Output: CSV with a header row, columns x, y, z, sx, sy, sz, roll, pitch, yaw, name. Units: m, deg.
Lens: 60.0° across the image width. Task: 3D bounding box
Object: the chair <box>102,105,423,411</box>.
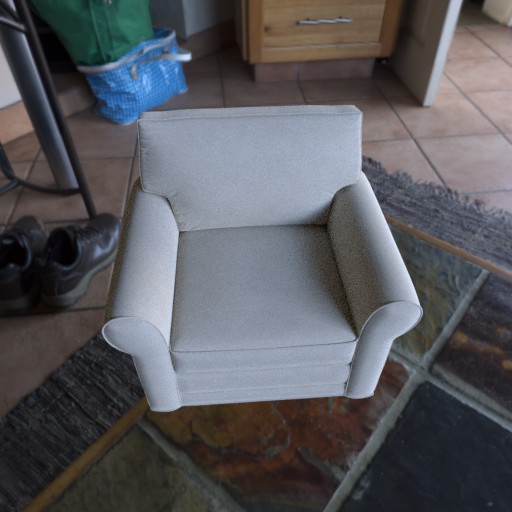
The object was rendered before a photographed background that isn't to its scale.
x,y,z,sx,sy,sz,roll,pitch,yaw,name
0.000,0.000,1.779,1.040,0.955,0.863,-3,45,-3,chair
